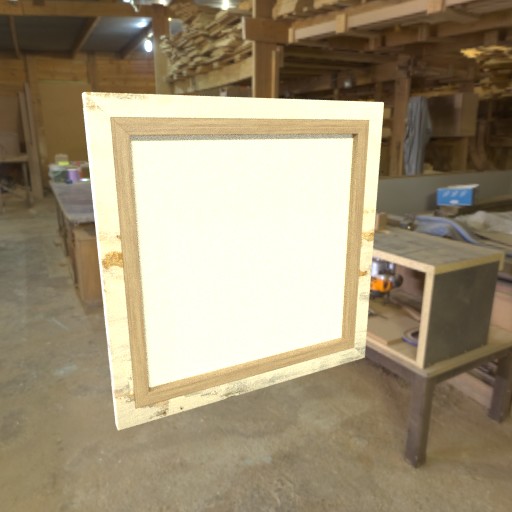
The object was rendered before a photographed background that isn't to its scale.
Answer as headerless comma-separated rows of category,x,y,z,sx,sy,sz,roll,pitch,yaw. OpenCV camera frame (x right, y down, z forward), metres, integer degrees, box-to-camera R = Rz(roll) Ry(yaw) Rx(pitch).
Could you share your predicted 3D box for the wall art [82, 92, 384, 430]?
wall art,0.000,0.000,1.517,1.015,1.018,0.040,-8,18,-26
